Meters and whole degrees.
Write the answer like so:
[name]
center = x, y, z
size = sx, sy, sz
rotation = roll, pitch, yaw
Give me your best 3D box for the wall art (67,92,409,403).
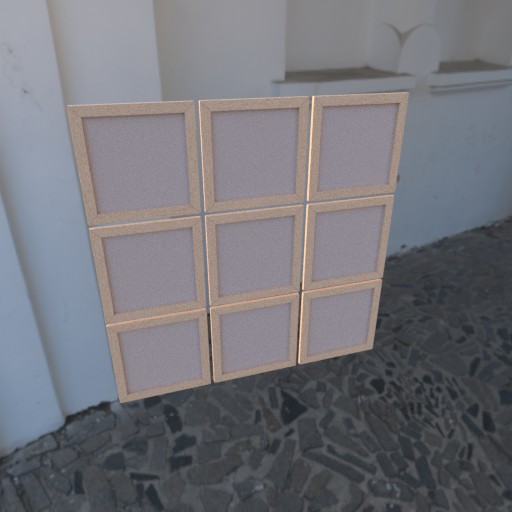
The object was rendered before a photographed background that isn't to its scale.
[wall art]
center = 0.000, 0.000, 1.791
size = 1.217, 1.207, 0.016
rotation = -8, 27, -16
